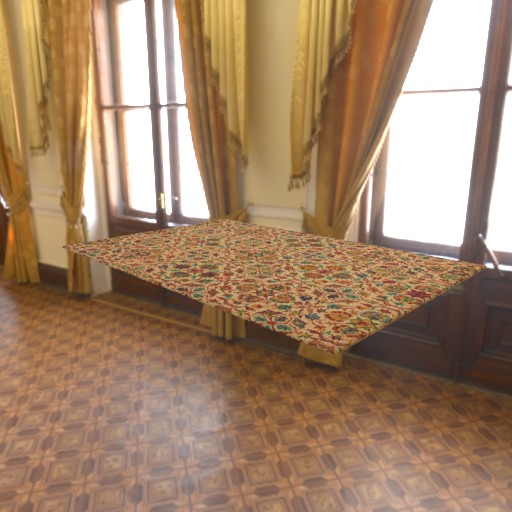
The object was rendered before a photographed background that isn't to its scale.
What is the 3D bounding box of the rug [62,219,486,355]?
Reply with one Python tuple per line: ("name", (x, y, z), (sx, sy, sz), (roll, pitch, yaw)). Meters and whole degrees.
("rug", (0.000, 0.000, 2.851), (2.297, 0.018, 1.541), (14, 20, 43))
